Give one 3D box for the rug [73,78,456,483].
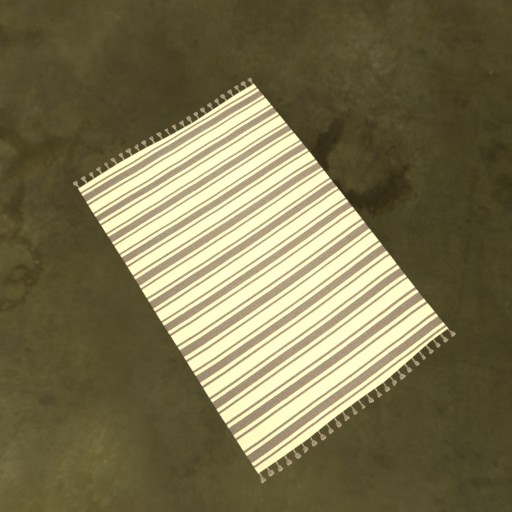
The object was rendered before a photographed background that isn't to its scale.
[{"bbox_3d":[0.000,0.000,3.061,1.563,0.014,2.425,-34,77,-9],"label":"rug"}]
